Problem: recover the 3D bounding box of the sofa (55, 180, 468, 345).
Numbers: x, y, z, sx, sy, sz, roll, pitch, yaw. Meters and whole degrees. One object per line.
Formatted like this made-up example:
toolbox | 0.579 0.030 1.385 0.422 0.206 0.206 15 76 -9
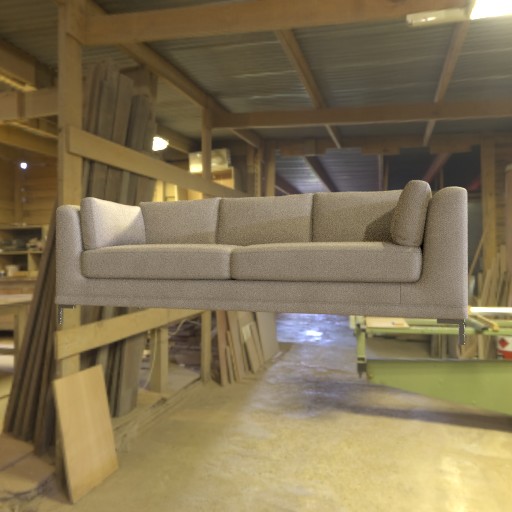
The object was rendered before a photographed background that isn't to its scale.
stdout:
sofa | 0.000 0.000 2.913 2.415 0.867 0.969 0 -1 18
